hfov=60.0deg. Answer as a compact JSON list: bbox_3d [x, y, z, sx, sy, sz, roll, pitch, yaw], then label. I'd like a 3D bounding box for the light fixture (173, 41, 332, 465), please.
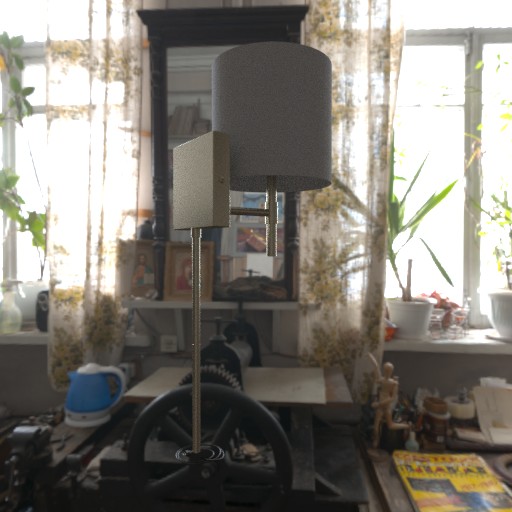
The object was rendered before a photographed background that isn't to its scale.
[{"bbox_3d":[0.000,0.000,0.687,0.248,0.589,0.188,-1,1,-35],"label":"light fixture"}]
